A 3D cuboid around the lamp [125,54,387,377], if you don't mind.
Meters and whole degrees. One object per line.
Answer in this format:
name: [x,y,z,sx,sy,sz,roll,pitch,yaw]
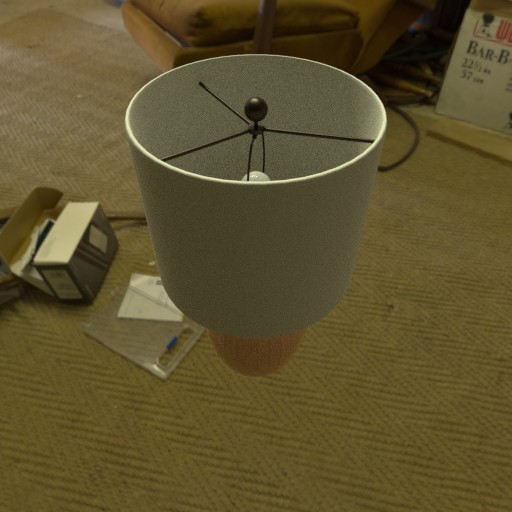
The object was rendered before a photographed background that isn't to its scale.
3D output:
lamp: [0.000,0.000,0.760,0.329,0.570,0.329,0,46,0]
